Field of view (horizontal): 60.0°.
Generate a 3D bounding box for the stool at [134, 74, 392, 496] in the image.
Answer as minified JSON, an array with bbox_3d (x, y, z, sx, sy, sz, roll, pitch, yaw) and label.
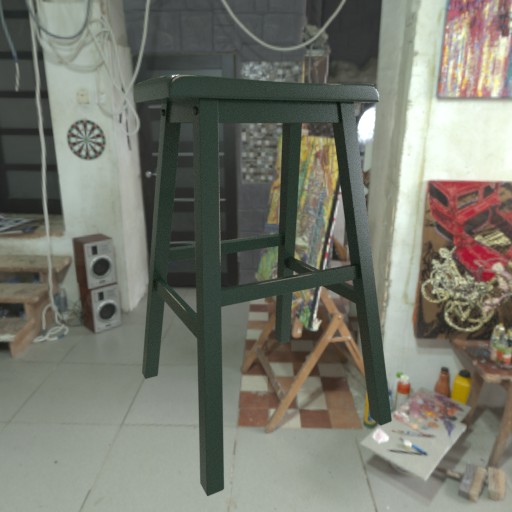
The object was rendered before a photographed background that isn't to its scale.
[{"bbox_3d":[0.000,0.000,1.014,0.457,0.737,0.476,-9,19,-27],"label":"stool"}]
